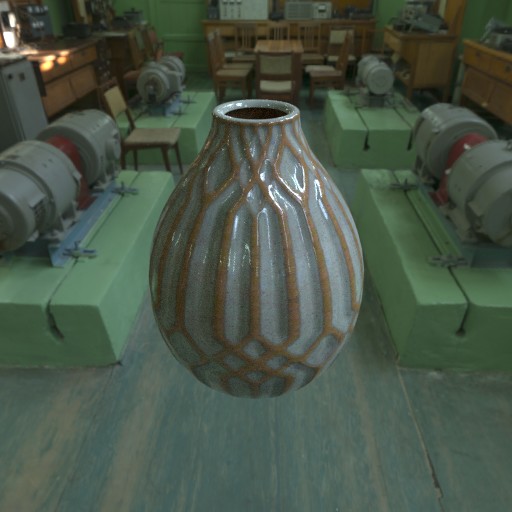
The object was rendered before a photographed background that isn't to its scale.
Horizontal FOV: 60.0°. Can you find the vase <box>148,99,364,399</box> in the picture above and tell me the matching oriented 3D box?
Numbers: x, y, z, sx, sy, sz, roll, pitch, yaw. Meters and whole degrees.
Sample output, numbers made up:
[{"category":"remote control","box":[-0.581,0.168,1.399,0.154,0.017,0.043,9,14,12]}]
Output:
[{"category":"vase","box":[0.000,0.000,0.269,0.131,0.175,0.131,0,32,0]}]
